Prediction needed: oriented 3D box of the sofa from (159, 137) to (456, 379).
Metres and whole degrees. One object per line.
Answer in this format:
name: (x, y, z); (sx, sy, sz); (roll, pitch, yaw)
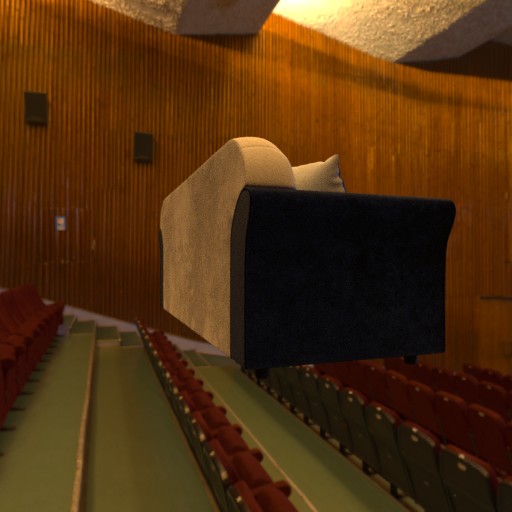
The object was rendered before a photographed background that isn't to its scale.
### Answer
sofa: (0.000, 0.000, 2.330); (0.749, 0.789, 2.006); (0, -1, -20)
